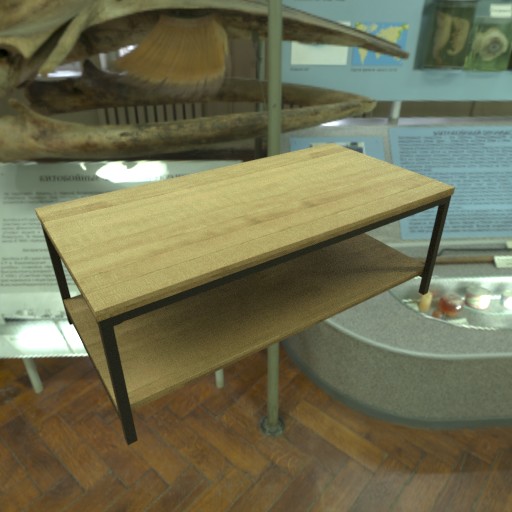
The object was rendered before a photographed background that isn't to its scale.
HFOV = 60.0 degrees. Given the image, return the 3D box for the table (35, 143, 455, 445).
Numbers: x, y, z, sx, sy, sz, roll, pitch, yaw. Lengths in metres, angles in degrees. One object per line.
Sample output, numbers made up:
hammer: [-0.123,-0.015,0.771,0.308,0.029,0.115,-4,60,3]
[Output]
table: [0.000,0.000,1.392,1.100,0.399,0.551,-19,36,-29]
